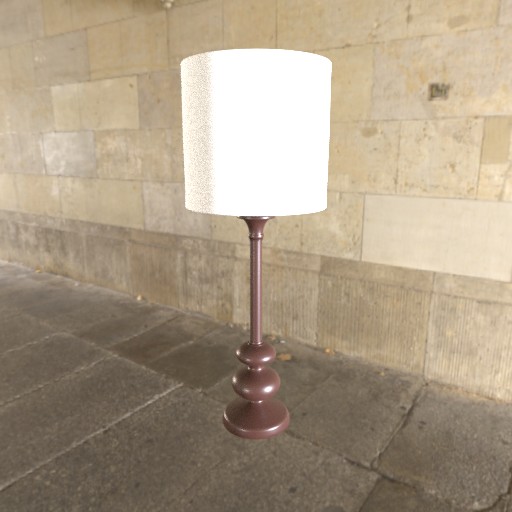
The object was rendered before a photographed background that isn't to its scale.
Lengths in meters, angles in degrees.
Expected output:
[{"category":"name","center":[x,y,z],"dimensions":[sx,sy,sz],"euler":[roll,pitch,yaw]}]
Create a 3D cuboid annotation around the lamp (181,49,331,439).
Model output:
[{"category":"lamp","center":[0.000,0.000,0.831],"dimensions":[0.254,0.690,0.254],"euler":[-2,13,-8]}]
